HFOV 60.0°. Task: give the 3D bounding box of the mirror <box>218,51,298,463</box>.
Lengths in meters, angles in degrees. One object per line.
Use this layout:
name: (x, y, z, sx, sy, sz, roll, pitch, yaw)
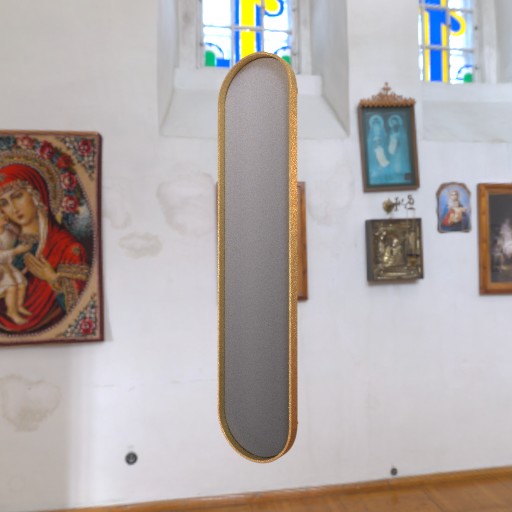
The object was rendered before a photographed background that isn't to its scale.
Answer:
mirror: (0.000, 0.000, 1.087, 0.222, 0.991, 0.032, -1, -1, 36)
